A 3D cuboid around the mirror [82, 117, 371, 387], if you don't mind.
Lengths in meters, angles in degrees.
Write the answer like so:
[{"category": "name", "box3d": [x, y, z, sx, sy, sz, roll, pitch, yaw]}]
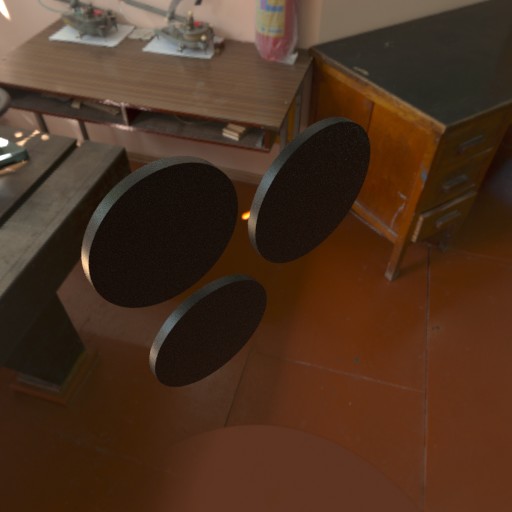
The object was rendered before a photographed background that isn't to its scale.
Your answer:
[{"category": "mirror", "box3d": [0.000, 0.000, 3.097, 2.160, 2.096, 0.076, -32, 55, -26]}]
